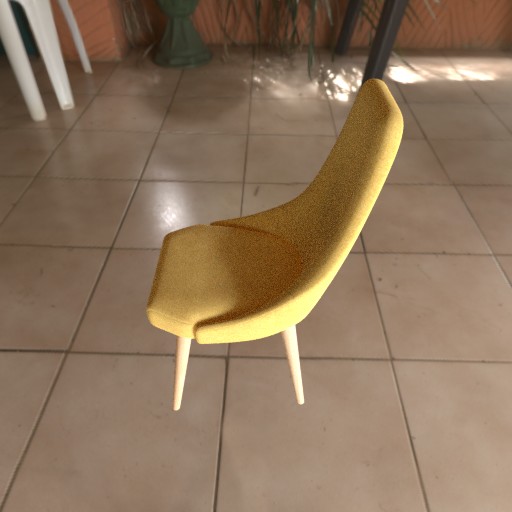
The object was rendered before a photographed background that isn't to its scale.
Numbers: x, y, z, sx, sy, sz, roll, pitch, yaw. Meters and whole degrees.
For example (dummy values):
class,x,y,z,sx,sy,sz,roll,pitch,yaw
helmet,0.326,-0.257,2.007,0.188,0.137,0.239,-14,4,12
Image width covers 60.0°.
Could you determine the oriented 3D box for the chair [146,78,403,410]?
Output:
class,x,y,z,sx,sy,sz,roll,pitch,yaw
chair,0.000,0.000,1.404,0.660,1.040,0.510,0,42,0
